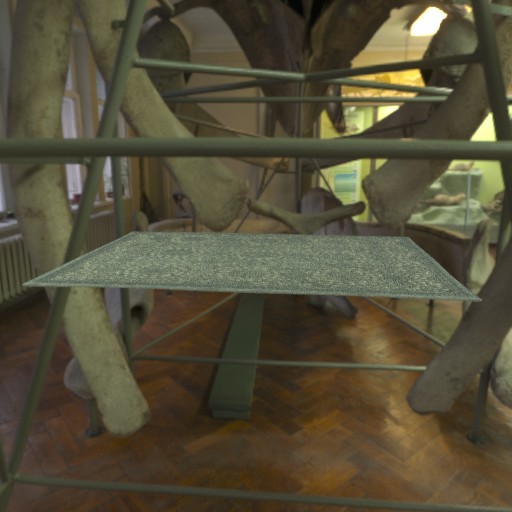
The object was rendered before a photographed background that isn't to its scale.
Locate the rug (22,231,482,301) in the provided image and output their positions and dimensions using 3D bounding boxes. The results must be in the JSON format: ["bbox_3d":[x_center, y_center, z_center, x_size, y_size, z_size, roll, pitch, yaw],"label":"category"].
[{"bbox_3d":[0.000,0.000,2.330,1.830,0.016,1.224,1,14,6],"label":"rug"}]
